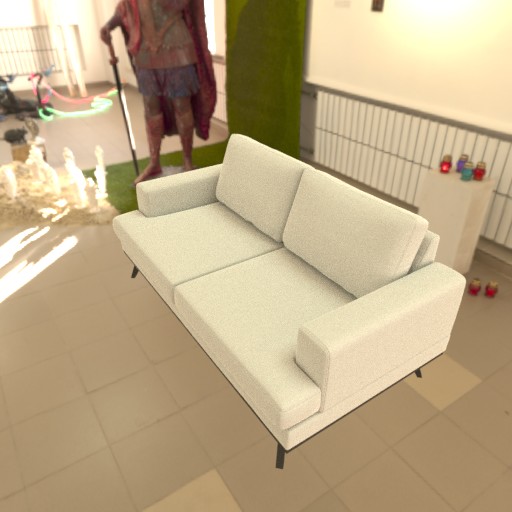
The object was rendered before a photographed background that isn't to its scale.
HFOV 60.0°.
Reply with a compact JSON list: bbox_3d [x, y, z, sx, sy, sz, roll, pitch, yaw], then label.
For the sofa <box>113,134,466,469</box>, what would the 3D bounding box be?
[{"bbox_3d":[0.000,0.000,2.188,0.920,0.810,1.650,-20,37,-28],"label":"sofa"}]
